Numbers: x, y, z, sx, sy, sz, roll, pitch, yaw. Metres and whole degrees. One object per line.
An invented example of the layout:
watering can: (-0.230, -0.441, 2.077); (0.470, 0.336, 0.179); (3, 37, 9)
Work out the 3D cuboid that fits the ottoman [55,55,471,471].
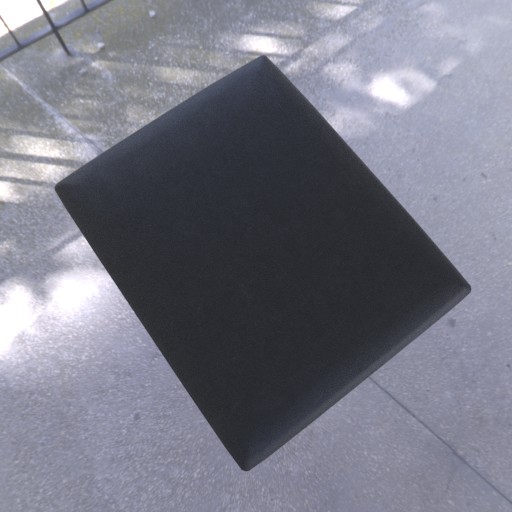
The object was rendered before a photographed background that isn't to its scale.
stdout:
ottoman: (0.000, 0.000, 1.780); (0.967, 0.696, 1.187); (-35, 77, -9)
